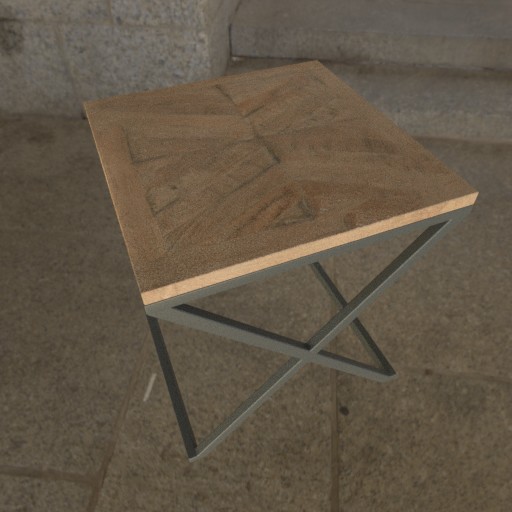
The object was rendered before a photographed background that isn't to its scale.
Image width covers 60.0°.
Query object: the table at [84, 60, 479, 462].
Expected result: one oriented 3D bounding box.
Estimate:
[{"bbox_3d":[0.000,0.000,0.931,0.498,0.550,0.499,-17,48,-15],"label":"table"}]
